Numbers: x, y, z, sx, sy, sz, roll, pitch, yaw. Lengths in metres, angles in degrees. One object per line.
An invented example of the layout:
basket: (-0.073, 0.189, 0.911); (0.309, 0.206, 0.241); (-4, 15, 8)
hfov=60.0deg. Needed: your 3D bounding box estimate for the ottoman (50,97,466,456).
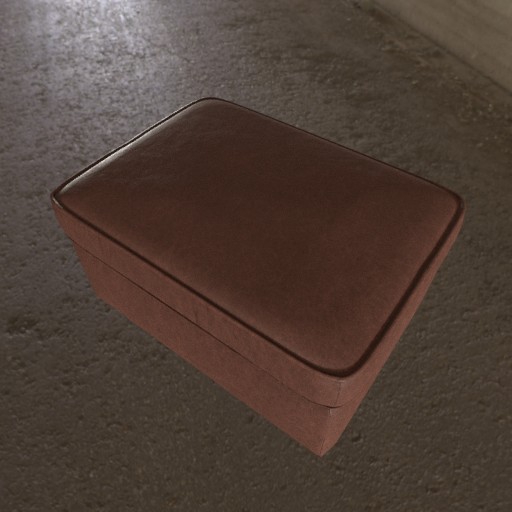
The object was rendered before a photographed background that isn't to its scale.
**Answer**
ottoman: (0.000, 0.000, 1.061); (0.749, 0.449, 0.548); (29, 54, 23)
